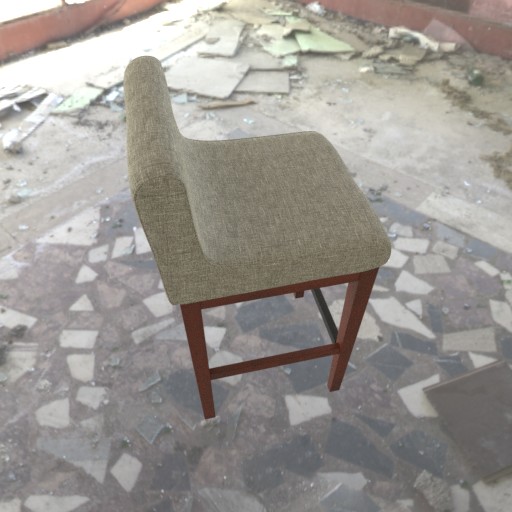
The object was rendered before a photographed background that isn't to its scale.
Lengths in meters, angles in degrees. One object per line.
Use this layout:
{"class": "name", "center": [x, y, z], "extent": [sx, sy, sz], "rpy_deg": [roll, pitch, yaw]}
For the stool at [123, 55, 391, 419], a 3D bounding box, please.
{"class": "stool", "center": [0.000, 0.000, 1.067], "extent": [0.459, 0.835, 0.417], "rpy_deg": [-9, 47, -9]}
